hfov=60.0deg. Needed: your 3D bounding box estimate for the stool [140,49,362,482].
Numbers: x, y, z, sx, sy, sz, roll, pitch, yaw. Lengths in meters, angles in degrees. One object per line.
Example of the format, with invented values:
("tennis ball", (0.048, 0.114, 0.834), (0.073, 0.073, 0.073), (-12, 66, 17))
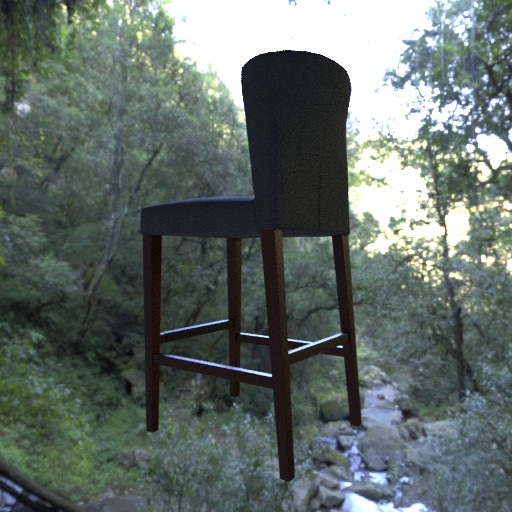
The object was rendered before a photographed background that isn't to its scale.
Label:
("stool", (0.000, 0.000, 1.375), (0.568, 1.069, 0.481), (0, 1, 36))
